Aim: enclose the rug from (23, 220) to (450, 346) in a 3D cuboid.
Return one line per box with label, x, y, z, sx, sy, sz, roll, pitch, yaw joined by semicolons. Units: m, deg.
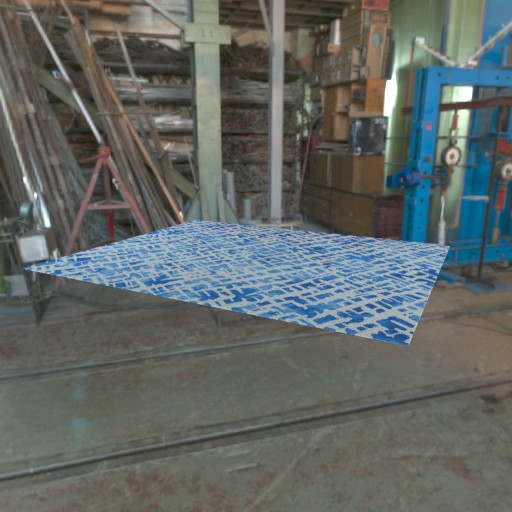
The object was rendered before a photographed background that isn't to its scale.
rug;0.000;0.000;3.959;3.007;0.007;2.435;8;17;27
